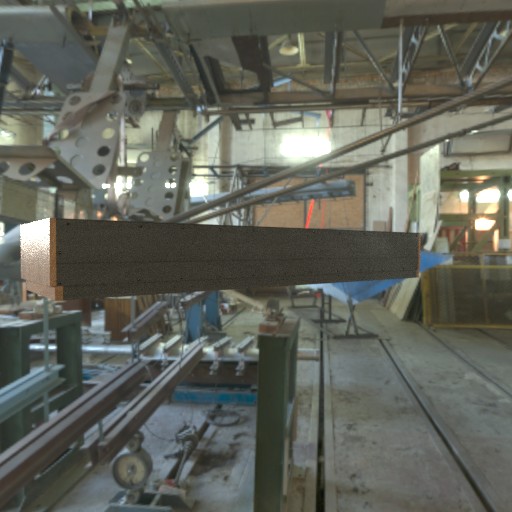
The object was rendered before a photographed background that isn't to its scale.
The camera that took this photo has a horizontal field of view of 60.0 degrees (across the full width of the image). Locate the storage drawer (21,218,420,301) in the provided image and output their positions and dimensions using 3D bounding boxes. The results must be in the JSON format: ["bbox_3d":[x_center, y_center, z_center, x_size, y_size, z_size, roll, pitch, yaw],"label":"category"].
[{"bbox_3d":[0.000,0.000,2.225,2.032,0.264,0.538,-1,1,-37],"label":"storage drawer"}]
